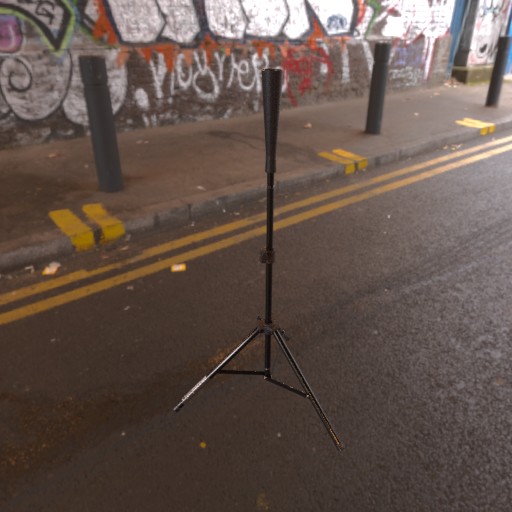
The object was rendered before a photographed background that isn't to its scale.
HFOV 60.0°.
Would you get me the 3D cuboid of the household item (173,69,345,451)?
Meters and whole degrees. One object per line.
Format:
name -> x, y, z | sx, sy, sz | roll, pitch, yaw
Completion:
household item -> 0.000, 0.000, 1.362 | 0.559, 1.067, 0.559 | 1, 28, 1
